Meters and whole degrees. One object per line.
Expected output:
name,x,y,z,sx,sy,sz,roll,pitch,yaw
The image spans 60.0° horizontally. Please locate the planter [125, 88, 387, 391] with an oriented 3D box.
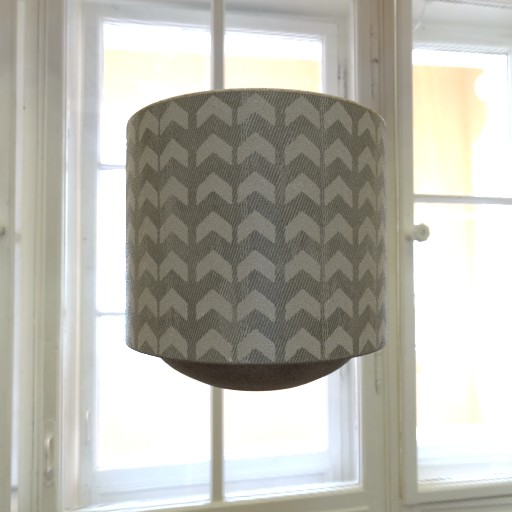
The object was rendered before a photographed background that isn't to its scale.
planter,0.000,0.000,0.441,0.250,0.239,0.250,0,-1,0
